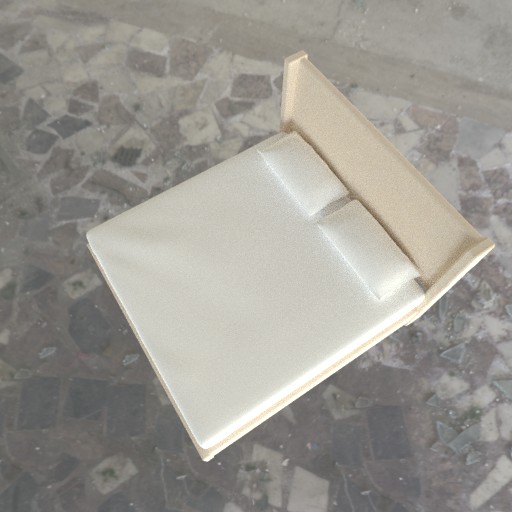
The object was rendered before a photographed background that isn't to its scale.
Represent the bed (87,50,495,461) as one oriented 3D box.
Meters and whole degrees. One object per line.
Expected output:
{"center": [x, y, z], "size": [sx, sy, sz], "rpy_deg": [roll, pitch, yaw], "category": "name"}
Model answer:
{"center": [0.000, 0.000, 3.618], "size": [2.293, 1.471, 2.145], "rpy_deg": [-30, 68, -14], "category": "bed"}
